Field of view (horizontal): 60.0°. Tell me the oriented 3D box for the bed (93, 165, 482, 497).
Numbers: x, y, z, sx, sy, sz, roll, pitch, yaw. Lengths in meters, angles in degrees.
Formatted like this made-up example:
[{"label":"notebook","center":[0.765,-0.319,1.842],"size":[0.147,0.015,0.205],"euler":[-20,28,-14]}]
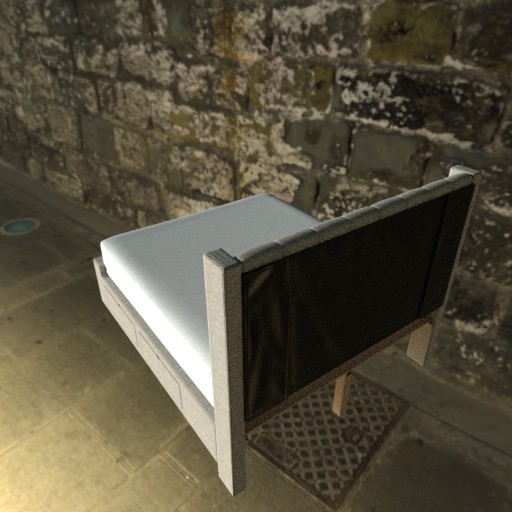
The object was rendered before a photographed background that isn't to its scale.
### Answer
[{"label":"bed","center":[0.000,0.000,3.689],"size":[2.044,1.748,2.372],"euler":[-21,37,-30]}]
